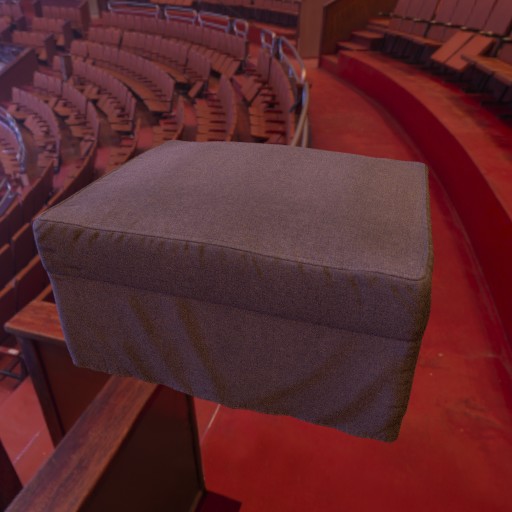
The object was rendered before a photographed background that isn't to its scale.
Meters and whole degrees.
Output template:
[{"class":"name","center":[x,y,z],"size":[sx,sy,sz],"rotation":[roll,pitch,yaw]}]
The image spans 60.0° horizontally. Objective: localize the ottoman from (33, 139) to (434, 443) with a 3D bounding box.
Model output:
[{"class":"ottoman","center":[0.000,0.000,1.195],"size":[0.833,0.492,0.652],"rotation":[9,32,15]}]
